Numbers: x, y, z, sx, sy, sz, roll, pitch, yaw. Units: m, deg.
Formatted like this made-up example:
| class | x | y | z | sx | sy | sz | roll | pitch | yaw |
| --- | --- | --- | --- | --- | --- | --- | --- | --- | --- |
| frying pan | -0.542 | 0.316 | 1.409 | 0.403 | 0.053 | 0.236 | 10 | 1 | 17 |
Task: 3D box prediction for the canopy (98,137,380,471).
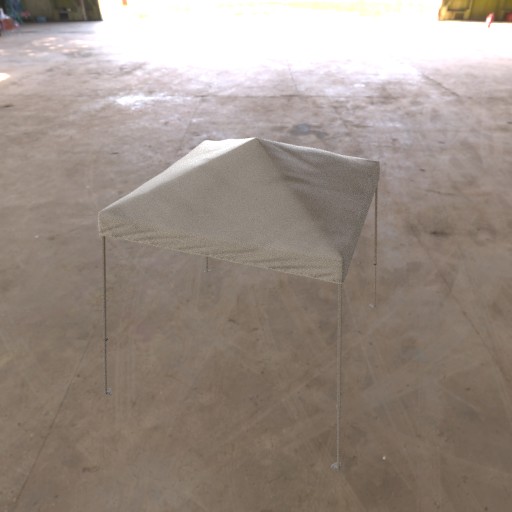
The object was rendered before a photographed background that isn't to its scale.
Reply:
| class | x | y | z | sx | sy | sz | roll | pitch | yaw |
| --- | --- | --- | --- | --- | --- | --- | --- | --- | --- |
| canopy | 0.000 | 0.000 | 5.278 | 2.849 | 2.849 | 2.848 | 11 | 34 | 17 |
